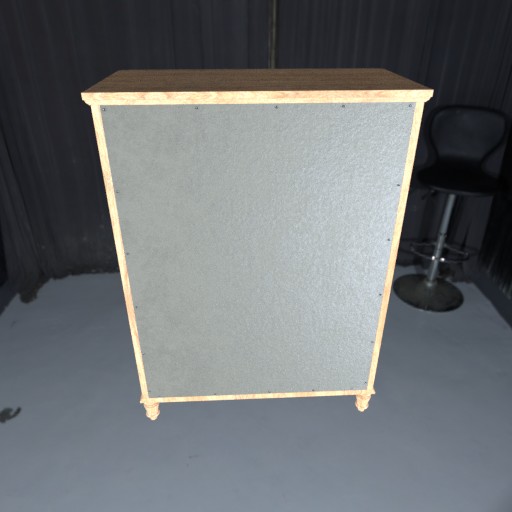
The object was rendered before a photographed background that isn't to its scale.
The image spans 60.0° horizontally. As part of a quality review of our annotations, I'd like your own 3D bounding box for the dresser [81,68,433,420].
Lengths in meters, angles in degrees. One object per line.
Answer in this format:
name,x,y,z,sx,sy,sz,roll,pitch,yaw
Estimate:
dresser,0.000,0.000,1.756,0.973,1.318,0.484,-1,30,-3
